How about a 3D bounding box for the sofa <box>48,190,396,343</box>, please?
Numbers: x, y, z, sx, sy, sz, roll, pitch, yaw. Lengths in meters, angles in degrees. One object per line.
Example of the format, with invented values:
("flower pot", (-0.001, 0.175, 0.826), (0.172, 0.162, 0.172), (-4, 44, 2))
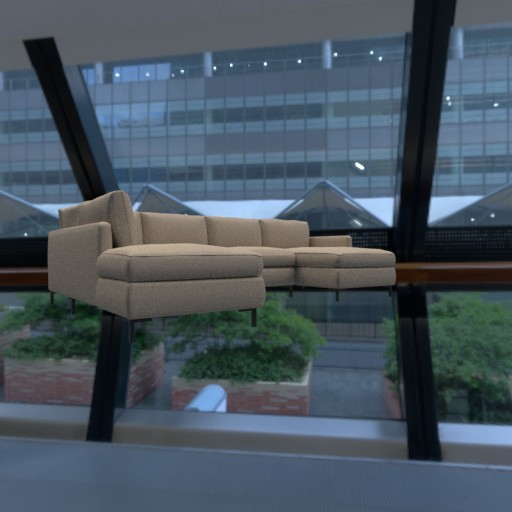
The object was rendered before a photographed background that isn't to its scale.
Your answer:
("sofa", (0.000, 0.000, 3.494), (2.737, 0.756, 1.879), (0, 1, -36))
